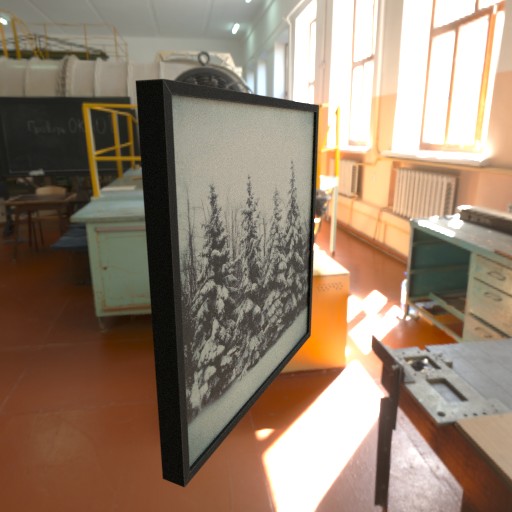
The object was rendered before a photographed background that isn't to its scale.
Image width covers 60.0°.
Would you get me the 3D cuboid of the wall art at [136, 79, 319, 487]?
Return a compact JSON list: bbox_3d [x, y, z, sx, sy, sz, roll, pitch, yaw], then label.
[{"bbox_3d":[0.000,0.000,0.745,0.036,0.506,0.506,7,17,25],"label":"wall art"}]
